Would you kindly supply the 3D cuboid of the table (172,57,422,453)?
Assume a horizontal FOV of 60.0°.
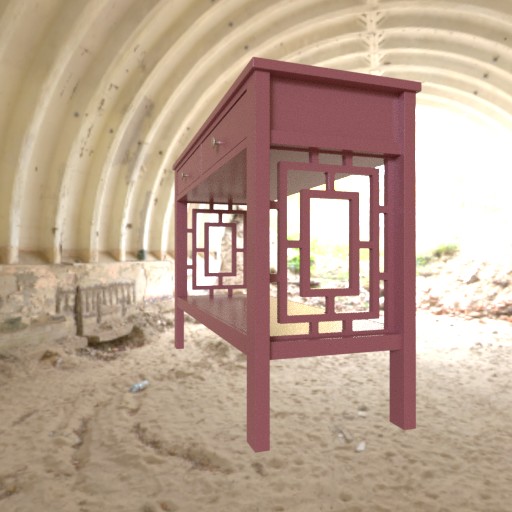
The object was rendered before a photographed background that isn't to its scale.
[{"bbox_3d":[0.000,0.000,1.402,0.397,0.753,1.068,0,0,-19],"label":"table"}]
